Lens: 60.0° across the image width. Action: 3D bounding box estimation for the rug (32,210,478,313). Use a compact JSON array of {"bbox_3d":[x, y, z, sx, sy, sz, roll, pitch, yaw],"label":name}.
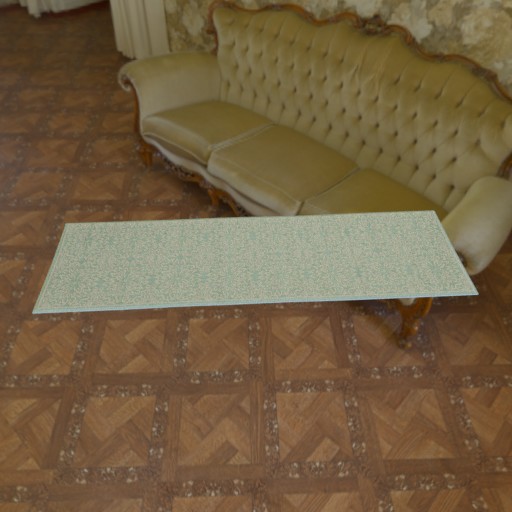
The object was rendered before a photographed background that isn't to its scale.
[{"bbox_3d":[0.000,0.000,2.407,2.196,0.011,0.662,-2,45,-2],"label":"rug"}]
